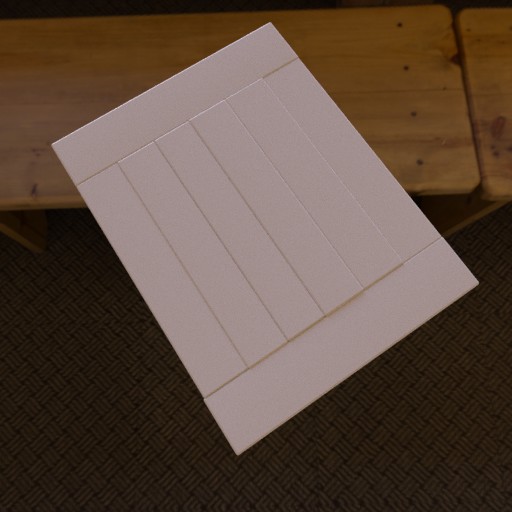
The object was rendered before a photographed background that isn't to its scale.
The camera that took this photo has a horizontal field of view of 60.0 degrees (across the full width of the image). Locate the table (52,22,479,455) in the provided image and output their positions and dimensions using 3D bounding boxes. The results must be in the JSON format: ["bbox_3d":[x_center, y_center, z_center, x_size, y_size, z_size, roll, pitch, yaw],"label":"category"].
[{"bbox_3d":[0.000,0.000,1.029,0.463,0.605,0.599,-33,78,-8],"label":"table"}]
